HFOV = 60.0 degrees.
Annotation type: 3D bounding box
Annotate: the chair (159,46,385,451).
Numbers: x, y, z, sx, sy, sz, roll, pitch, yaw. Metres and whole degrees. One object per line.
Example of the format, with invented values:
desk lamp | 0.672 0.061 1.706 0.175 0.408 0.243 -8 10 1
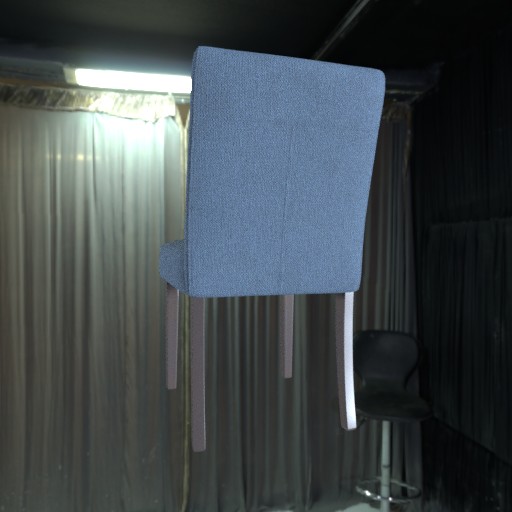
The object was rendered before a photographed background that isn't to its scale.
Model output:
chair | 0.000 0.000 1.240 0.487 0.882 0.629 0 1 -17
